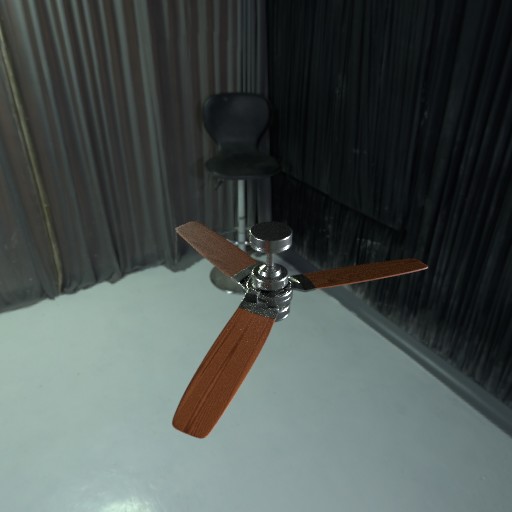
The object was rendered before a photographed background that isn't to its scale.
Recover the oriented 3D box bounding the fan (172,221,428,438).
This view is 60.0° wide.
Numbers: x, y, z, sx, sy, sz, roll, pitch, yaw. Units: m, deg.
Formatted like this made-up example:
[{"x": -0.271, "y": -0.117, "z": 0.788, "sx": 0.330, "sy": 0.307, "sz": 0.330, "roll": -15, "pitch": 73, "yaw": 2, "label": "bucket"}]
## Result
[{"x": 0.000, "y": 0.000, "z": 2.027, "sx": 1.416, "sy": 0.410, "sz": 1.271, "roll": -20, "pitch": 36, "yaw": -30, "label": "fan"}]
